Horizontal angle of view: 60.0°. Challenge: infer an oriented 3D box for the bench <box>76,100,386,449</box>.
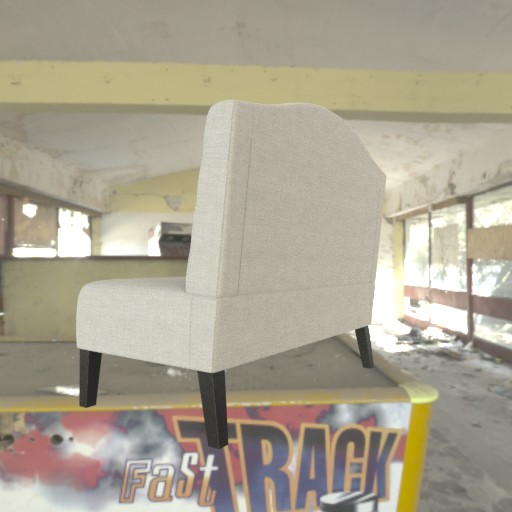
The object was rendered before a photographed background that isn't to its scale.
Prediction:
[{"bbox_3d":[0.000,0.000,2.044,0.815,1.180,1.335,-1,-1,35],"label":"bench"}]
